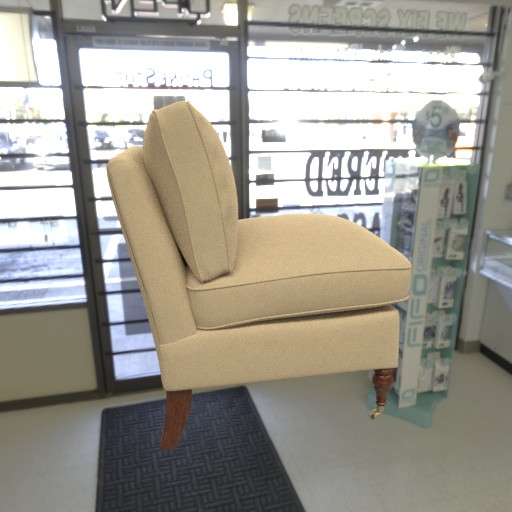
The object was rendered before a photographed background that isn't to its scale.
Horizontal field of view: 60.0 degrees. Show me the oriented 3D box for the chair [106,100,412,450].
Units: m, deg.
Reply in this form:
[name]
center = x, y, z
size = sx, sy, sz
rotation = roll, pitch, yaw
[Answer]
[chair]
center = 0.000, 0.000, 1.631
size = 0.912, 1.052, 0.724
rotation = -3, 17, -10
